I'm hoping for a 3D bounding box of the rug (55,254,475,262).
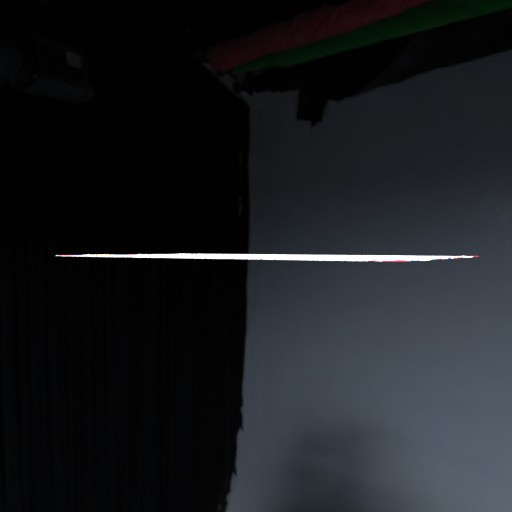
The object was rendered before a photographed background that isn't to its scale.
[{"bbox_3d":[0.000,0.000,2.941,2.465,0.012,1.465,1,1,37],"label":"rug"}]
